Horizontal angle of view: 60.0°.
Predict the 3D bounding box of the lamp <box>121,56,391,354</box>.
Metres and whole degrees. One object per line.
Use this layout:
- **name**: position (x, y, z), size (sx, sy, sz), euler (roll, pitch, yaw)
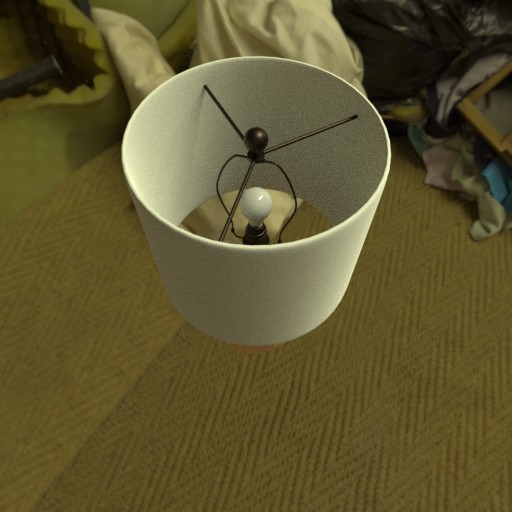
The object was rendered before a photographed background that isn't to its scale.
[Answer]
- **lamp**: position (0.000, 0.000, 0.774), size (0.329, 0.570, 0.329), euler (0, 58, 0)
